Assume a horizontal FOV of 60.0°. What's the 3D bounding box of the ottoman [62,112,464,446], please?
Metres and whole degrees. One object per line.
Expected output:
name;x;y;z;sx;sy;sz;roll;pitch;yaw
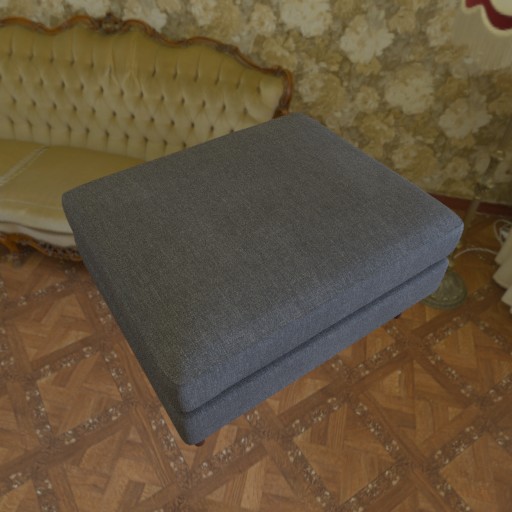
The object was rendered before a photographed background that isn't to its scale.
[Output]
ottoman;0.000;0.000;1.258;0.821;0.474;0.693;-26;51;-23
